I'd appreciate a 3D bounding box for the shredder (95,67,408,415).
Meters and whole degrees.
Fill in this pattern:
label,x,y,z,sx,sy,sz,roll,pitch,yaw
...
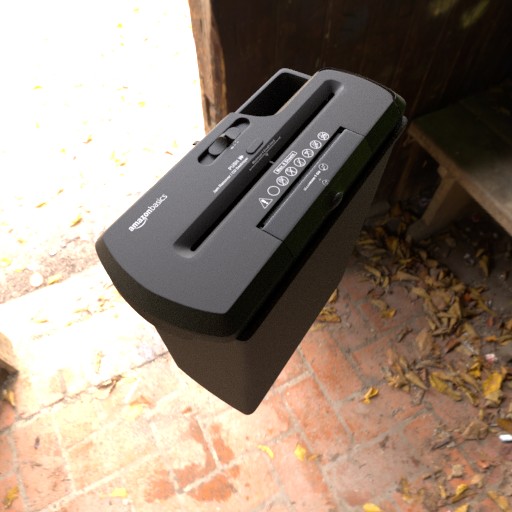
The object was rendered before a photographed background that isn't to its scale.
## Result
label,x,y,z,sx,sy,sz,roll,pitch,yaw
shredder,0.000,0.000,0.512,0.170,0.335,0.320,30,62,18
